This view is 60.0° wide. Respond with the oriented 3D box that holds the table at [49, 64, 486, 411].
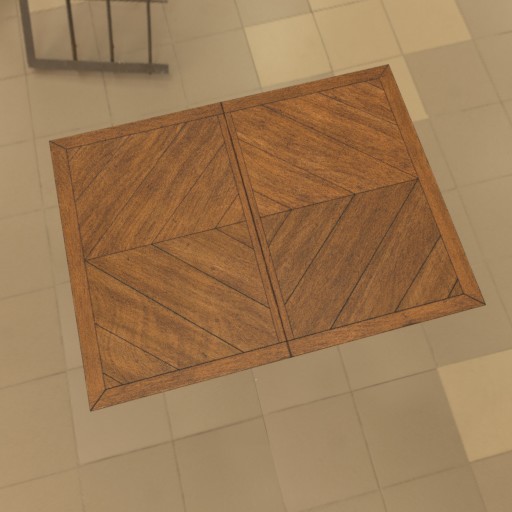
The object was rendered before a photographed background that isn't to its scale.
[{"bbox_3d":[0.000,0.000,1.569,1.027,0.760,0.757,-14,75,-4],"label":"table"}]
